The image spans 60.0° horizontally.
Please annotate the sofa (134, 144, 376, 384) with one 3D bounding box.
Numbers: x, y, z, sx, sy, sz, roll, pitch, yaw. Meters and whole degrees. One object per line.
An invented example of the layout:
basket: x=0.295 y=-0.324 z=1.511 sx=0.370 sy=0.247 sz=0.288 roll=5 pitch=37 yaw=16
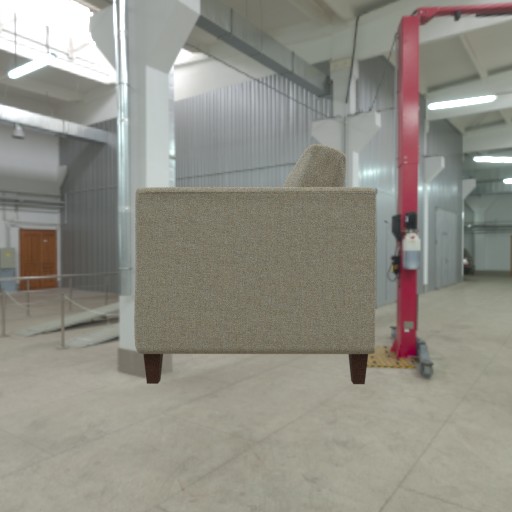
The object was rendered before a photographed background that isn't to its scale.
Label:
sofa: x=0.000 y=0.000 z=2.875 sx=0.951 sy=0.965 sz=2.434 roll=0 pitch=1 yaw=0
